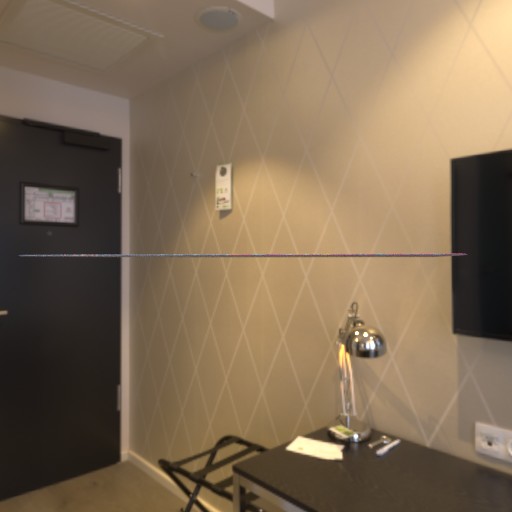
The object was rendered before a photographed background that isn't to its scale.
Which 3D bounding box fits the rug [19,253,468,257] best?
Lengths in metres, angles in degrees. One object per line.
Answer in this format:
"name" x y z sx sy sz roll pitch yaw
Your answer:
"rug" 0.000 0.000 3.649 2.896 0.013 2.007 0 0 17
